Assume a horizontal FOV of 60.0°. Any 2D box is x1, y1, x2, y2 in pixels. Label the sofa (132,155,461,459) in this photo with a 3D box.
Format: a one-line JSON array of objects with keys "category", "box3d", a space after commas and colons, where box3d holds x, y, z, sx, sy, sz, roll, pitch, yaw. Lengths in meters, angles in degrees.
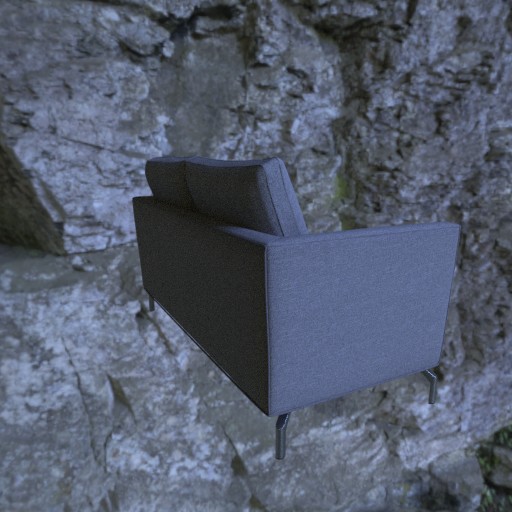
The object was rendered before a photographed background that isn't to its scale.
[{"category": "sofa", "box3d": [0.000, 0.000, 2.090, 0.803, 0.924, 1.594, -7, 14, -27]}]
